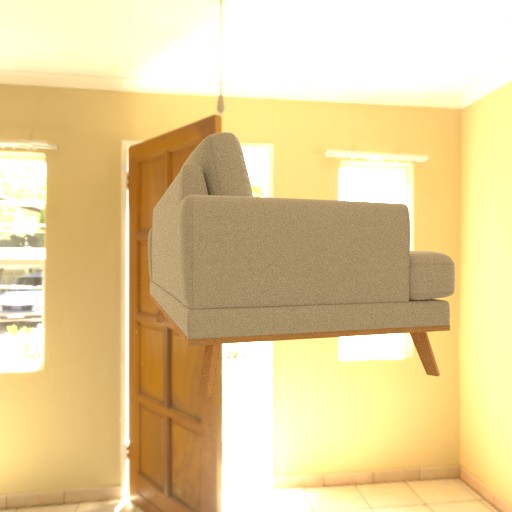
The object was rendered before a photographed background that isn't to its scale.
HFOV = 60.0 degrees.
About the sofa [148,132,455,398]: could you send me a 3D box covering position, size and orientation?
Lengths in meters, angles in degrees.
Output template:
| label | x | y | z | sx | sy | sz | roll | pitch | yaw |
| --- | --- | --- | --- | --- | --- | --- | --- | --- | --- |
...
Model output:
| label | x | y | z | sx | sy | sz | roll | pitch | yaw |
| --- | --- | --- | --- | --- | --- | --- | --- | --- | --- |
| sofa | 0.000 | 0.000 | 2.114 | 0.915 | 0.810 | 1.651 | 0 | 0 | -17 |
